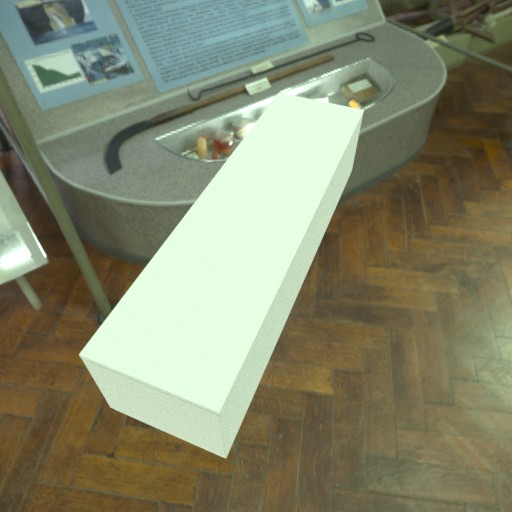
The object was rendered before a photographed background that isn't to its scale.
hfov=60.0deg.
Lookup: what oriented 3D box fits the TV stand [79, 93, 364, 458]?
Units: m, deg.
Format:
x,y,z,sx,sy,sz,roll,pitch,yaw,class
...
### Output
x,y,z,sx,sy,sz,roll,pitch,yaw,class
0.000,0.000,1.681,0.401,0.560,1.398,17,50,15,TV stand
